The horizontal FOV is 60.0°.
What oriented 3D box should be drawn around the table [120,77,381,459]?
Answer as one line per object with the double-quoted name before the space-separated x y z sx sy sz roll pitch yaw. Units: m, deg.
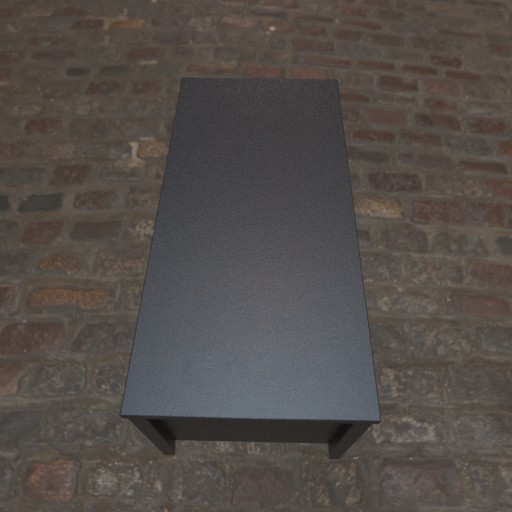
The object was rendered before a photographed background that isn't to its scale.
"table" 0.000 0.000 1.284 0.483 0.457 1.016 1 57 1
